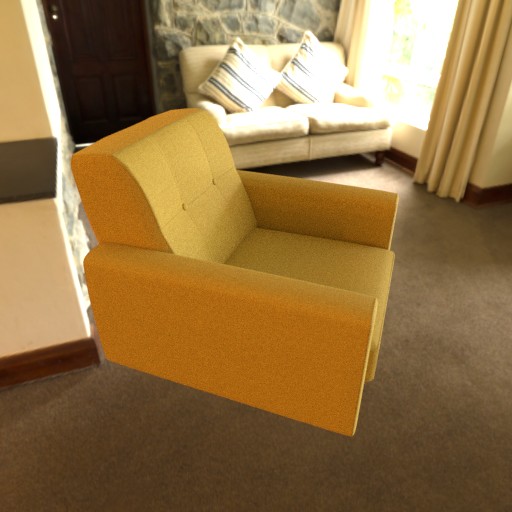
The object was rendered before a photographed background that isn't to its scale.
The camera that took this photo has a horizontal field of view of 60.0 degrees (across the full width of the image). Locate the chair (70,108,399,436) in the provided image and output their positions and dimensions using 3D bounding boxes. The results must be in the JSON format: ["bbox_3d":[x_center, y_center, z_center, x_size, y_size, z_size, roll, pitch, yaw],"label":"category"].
[{"bbox_3d":[0.000,0.000,1.535,0.909,0.841,0.831,10,33,17],"label":"chair"}]
